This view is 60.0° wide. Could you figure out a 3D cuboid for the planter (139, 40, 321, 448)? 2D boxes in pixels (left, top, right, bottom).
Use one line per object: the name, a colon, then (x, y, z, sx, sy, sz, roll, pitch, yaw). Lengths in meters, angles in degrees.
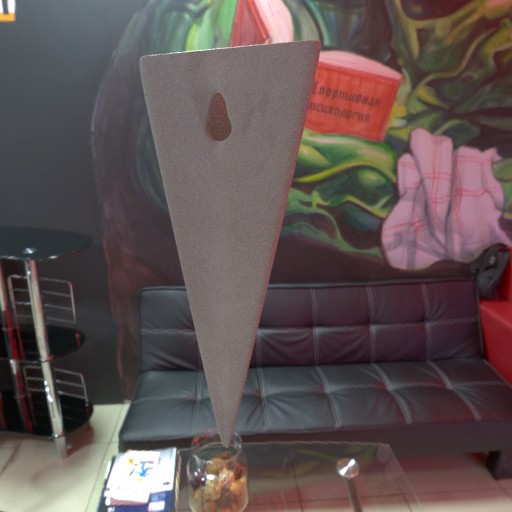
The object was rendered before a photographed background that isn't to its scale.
planter: (0.000, 0.000, 0.158, 0.058, 0.130, 0.047, 8, 18, 27)
